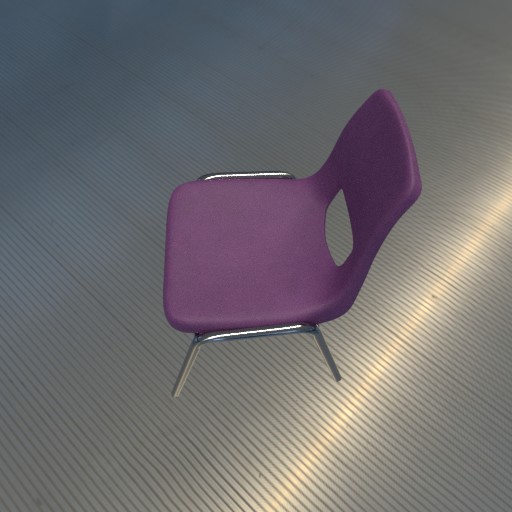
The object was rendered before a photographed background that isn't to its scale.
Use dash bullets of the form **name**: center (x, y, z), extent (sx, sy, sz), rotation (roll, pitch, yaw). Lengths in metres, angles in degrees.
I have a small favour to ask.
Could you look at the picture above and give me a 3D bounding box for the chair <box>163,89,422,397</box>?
- **chair**: center (0.000, 0.000, 0.895), extent (0.432, 0.654, 0.381), rotation (-3, 59, -2)
